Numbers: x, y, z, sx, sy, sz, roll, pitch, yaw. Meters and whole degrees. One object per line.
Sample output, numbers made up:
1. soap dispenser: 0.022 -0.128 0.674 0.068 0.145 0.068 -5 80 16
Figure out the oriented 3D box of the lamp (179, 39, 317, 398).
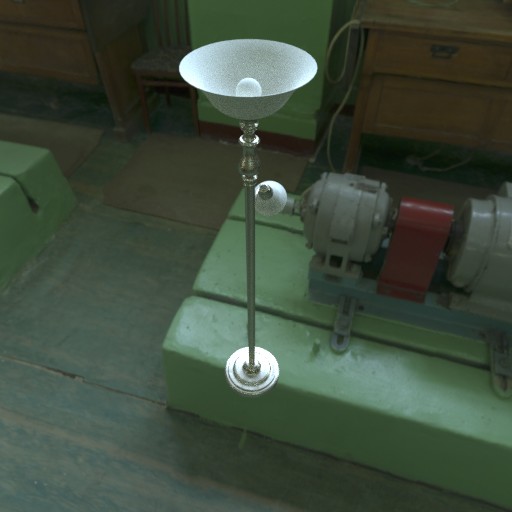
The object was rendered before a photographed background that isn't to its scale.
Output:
1. lamp: 0.000 0.000 2.004 0.405 1.785 0.575 11 47 11
